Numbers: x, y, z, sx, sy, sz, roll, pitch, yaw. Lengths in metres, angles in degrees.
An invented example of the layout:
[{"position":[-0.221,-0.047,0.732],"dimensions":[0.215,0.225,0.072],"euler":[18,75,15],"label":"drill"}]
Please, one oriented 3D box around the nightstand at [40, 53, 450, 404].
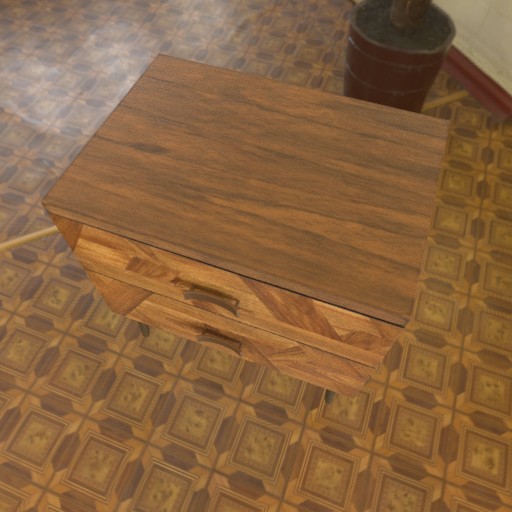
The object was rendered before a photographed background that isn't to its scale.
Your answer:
[{"position":[0.000,0.000,1.034],"dimensions":[0.610,0.610,0.458],"euler":[17,60,11],"label":"nightstand"}]
